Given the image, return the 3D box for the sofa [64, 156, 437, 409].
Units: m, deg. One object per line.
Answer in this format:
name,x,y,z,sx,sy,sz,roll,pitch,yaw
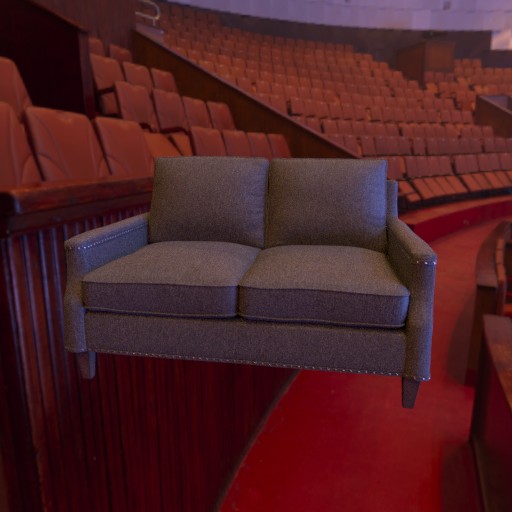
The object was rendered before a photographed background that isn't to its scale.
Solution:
sofa,0.000,0.000,2.303,1.597,1.003,1.084,2,14,10
